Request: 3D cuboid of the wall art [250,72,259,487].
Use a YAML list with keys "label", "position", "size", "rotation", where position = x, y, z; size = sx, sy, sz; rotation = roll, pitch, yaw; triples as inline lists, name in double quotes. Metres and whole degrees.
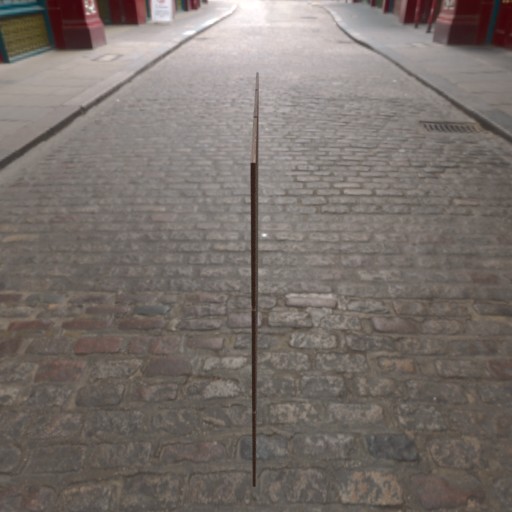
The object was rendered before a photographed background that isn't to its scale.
- label: "wall art"
  position: [0.000, 0.000, 2.269]
  size: [0.014, 1.525, 1.527]
  rotation: [0, 31, 1]
